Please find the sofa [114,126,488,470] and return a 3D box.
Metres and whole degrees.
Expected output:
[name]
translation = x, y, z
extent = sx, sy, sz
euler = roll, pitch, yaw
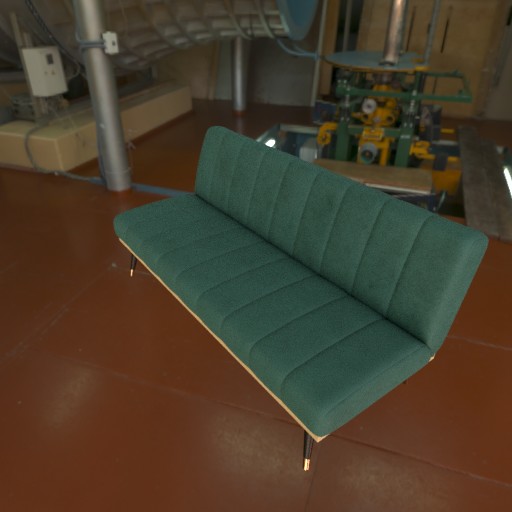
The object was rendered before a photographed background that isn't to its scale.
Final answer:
[sofa]
translation = 0.000, 0.000, 2.238
extent = 0.830, 0.820, 1.810
euler = -21, 38, -31
